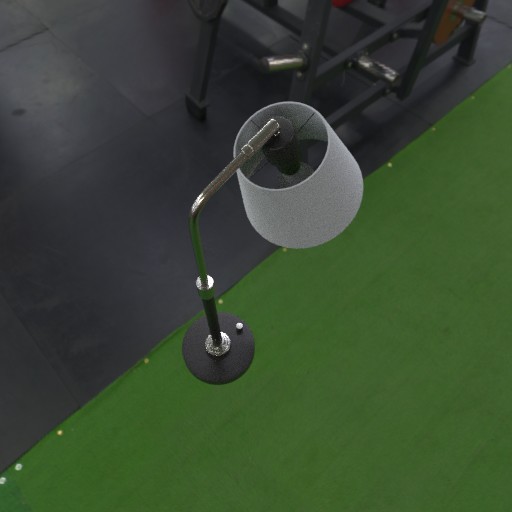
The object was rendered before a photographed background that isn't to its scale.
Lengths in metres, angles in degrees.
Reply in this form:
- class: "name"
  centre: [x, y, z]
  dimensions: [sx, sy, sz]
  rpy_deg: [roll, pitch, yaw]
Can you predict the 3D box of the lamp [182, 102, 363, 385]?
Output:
- class: "lamp"
  centre: [0.000, 0.000, 0.719]
  dimensions: [0.348, 0.539, 0.181]
  rpy_deg: [-36, 66, -19]
